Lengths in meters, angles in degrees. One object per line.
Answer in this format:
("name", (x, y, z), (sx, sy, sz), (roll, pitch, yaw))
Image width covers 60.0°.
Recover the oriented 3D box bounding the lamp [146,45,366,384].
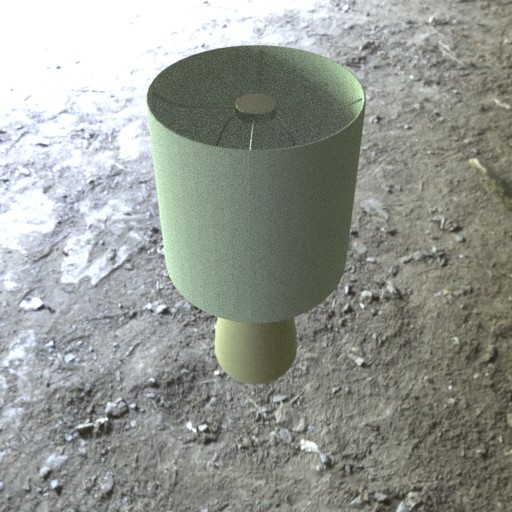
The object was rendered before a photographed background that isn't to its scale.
("lamp", (0.000, 0.000, 0.469), (0.186, 0.369, 0.186), (0, 47, 0))
